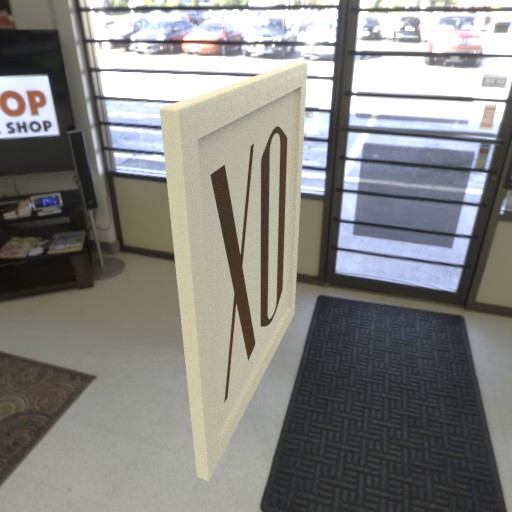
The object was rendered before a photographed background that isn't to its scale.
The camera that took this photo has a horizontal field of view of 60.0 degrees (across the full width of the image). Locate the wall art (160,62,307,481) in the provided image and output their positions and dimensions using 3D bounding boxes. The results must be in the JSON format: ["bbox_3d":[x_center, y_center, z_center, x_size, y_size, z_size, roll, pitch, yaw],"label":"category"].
[{"bbox_3d":[0.000,0.000,0.715,0.020,0.536,0.444,11,31,18],"label":"wall art"}]
